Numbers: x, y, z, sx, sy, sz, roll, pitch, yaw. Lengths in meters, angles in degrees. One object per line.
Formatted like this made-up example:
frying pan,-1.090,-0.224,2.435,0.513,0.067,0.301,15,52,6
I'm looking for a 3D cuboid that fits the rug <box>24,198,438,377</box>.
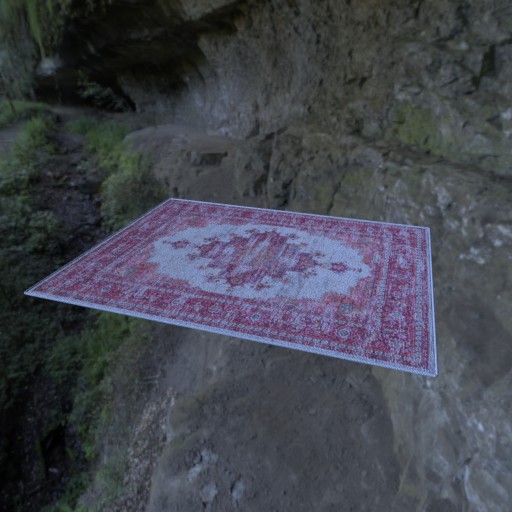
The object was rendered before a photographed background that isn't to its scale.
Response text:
rug,0.000,0.000,4.147,3.123,0.017,2.447,8,28,16
